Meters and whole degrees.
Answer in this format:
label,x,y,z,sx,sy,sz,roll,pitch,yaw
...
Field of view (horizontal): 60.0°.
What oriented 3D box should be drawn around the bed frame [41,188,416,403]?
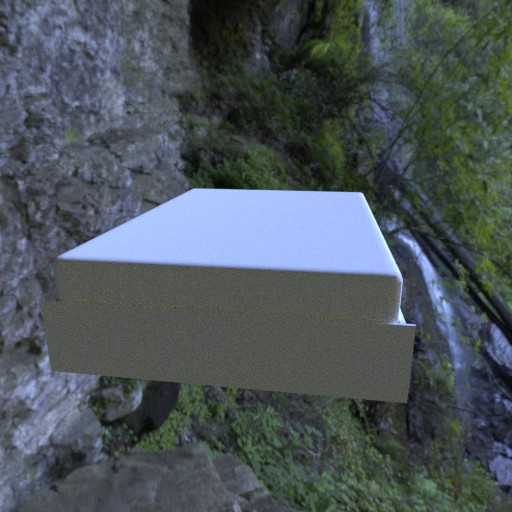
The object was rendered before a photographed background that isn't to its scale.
label,x,y,z,sx,sy,sz,roll,pitch,yaw
bed frame,0.000,0.000,2.609,1.445,0.497,1.945,3,17,8
